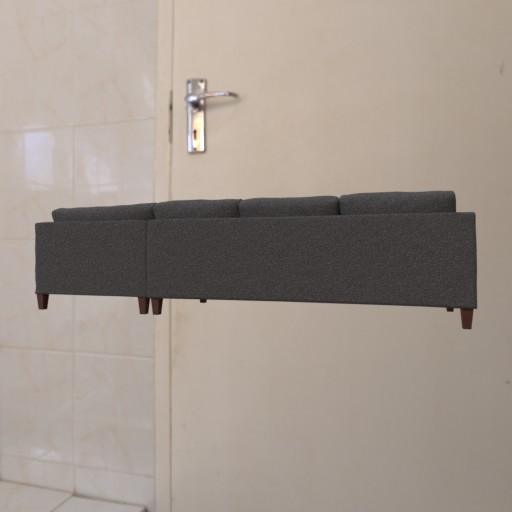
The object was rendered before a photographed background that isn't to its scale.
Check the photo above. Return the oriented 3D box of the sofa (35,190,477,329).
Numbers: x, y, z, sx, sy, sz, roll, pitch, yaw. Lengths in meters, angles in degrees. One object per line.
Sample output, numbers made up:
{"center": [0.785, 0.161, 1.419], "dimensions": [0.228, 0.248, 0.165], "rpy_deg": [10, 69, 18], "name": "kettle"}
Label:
{"center": [0.000, 0.000, 3.792], "dimensions": [3.186, 0.846, 1.625], "rpy_deg": [0, 0, 17], "name": "sofa"}
